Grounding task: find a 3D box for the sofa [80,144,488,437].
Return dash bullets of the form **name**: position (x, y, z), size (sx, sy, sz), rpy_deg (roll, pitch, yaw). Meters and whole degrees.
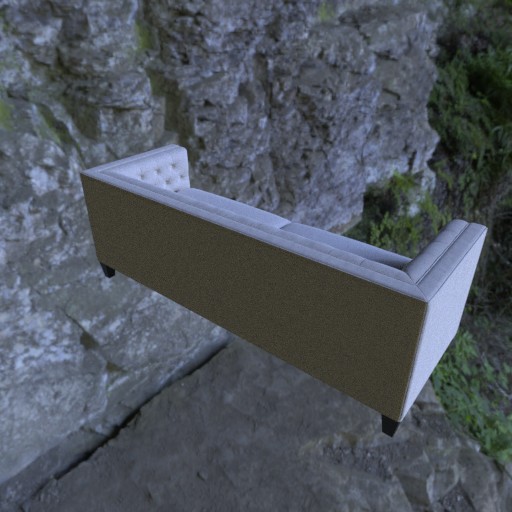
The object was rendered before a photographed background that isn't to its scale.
- **sofa**: position (0.000, 0.000, 2.571), size (2.159, 0.762, 0.775), rpy_deg (22, 37, 32)
